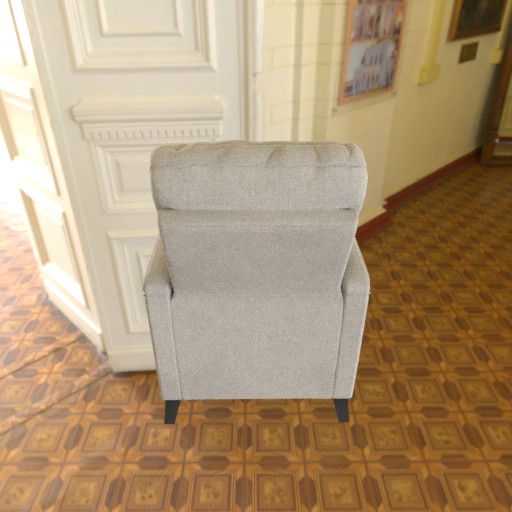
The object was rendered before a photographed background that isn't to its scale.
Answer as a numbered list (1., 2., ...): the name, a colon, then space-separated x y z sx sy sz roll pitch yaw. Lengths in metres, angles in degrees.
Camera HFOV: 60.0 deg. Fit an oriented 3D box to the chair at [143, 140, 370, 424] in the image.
1. chair: 0.000 0.000 1.657 0.710 1.049 0.922 0 31 -1
